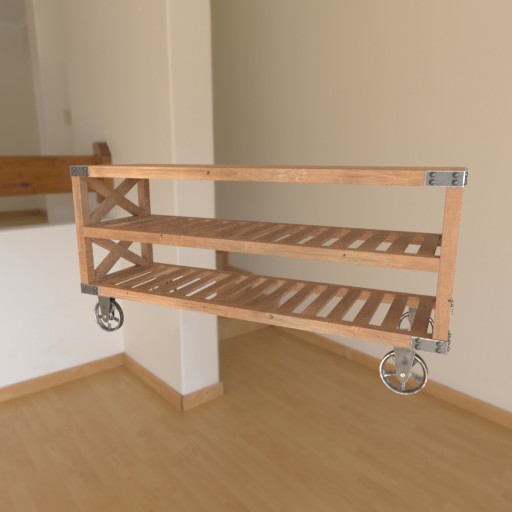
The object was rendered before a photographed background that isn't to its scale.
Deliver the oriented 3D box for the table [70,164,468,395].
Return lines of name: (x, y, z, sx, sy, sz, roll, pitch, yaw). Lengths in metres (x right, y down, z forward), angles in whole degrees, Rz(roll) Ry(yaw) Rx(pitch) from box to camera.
table: (0.000, 0.000, 1.793, 1.487, 0.711, 0.467, 6, 14, 24)
